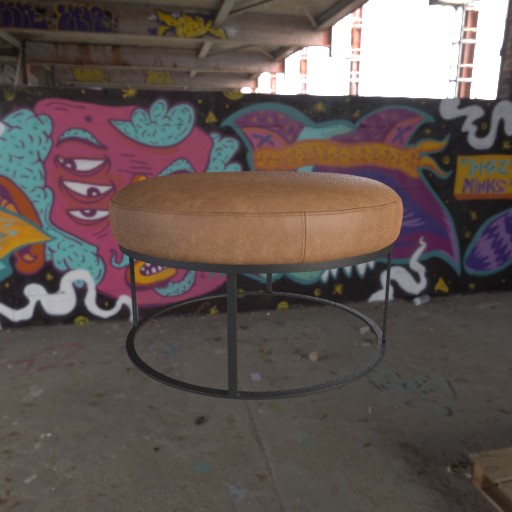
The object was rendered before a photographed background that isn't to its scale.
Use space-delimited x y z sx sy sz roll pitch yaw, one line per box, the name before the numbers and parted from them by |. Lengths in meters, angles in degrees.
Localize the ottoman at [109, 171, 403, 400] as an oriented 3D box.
ottoman | 0.000 0.000 1.253 0.771 0.460 0.771 0 13 0
